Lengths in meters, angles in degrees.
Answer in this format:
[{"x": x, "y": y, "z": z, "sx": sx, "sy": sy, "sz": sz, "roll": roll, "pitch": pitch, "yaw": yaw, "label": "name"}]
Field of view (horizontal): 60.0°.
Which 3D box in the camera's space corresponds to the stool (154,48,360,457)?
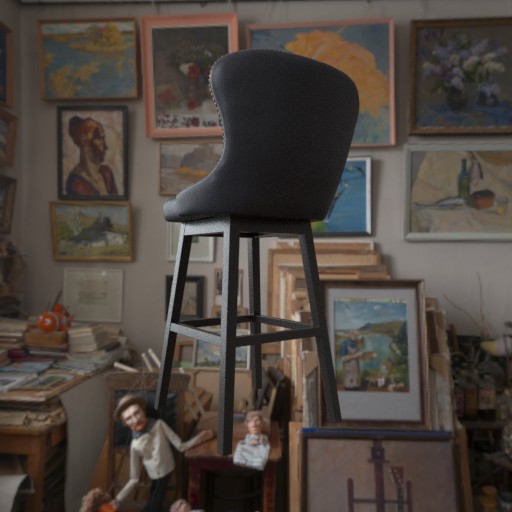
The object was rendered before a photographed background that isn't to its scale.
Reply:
[{"x": 0.000, "y": 0.000, "z": 1.417, "sx": 0.528, "sy": 1.050, "sz": 0.601, "roll": 0, "pitch": 0, "yaw": -35, "label": "stool"}]
